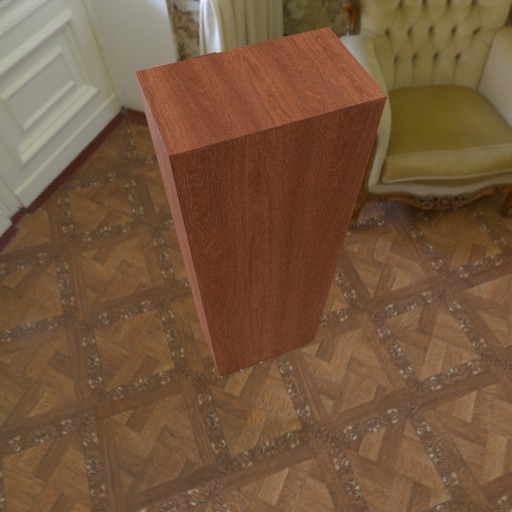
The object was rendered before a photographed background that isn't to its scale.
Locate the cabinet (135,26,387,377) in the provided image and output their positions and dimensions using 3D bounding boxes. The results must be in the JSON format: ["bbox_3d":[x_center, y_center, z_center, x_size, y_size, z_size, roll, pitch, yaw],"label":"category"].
[{"bbox_3d":[0.000,0.000,2.171,0.660,1.980,0.420,-18,59,-11],"label":"cabinet"}]
